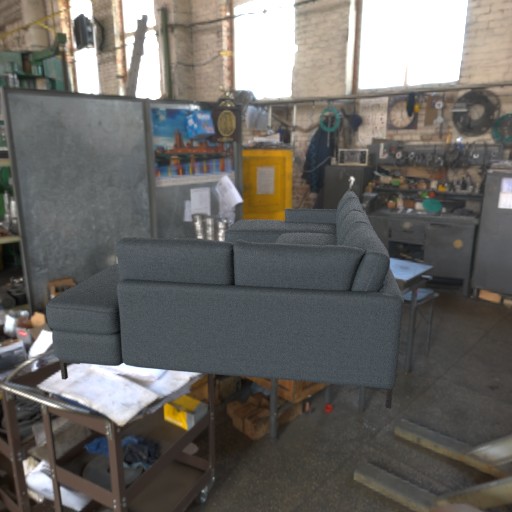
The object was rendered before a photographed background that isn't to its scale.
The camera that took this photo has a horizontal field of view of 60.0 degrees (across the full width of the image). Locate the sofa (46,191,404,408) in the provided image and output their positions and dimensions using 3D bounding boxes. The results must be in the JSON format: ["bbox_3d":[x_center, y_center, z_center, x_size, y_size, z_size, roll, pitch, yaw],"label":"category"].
[{"bbox_3d":[0.000,0.000,3.760,1.984,0.858,2.975,2,15,9],"label":"sofa"}]
